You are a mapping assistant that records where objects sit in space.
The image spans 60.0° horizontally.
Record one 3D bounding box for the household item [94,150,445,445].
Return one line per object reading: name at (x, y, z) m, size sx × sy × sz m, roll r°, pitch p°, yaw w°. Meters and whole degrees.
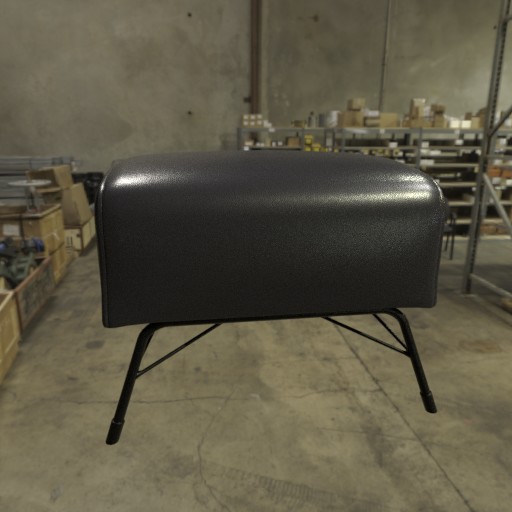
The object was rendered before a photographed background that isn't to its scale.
household item at (0.000, 0.000, 0.886) m, size 0.530 × 0.410 × 0.530 m, roll -2°, pitch 16°, yaw -8°
